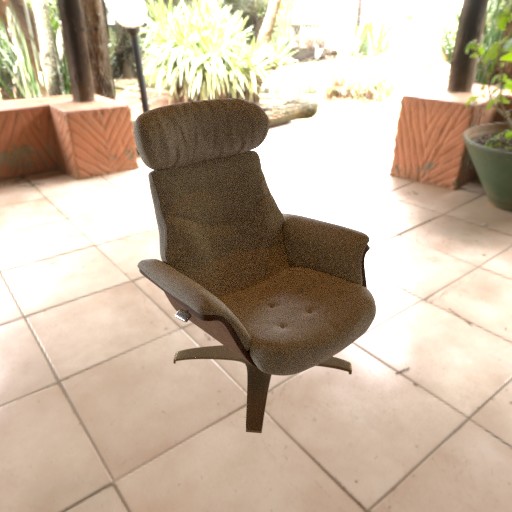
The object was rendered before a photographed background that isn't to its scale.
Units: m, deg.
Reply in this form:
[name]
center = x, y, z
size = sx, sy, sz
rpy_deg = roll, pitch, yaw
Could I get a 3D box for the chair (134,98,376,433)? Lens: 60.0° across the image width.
[chair]
center = 0.000, 0.000, 1.618
size = 0.785, 0.995, 0.837
rpy_deg = -21, 34, -34
